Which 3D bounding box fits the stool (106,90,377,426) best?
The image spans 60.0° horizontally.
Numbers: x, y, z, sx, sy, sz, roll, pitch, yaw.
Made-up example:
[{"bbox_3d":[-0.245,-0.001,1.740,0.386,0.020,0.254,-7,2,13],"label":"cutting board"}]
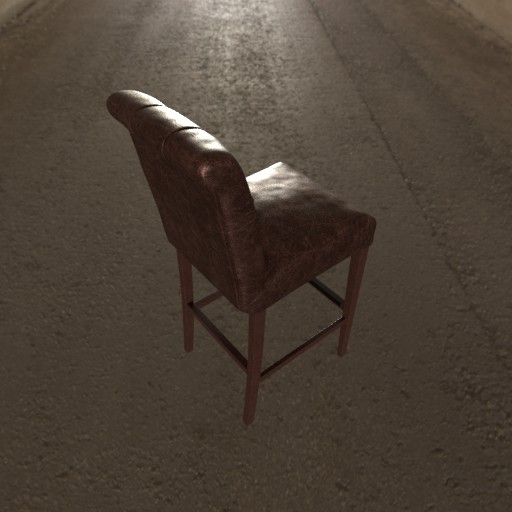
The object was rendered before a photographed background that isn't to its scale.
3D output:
[{"bbox_3d":[0.000,0.000,1.535,0.659,1.168,0.483,-28,49,-28],"label":"stool"}]
